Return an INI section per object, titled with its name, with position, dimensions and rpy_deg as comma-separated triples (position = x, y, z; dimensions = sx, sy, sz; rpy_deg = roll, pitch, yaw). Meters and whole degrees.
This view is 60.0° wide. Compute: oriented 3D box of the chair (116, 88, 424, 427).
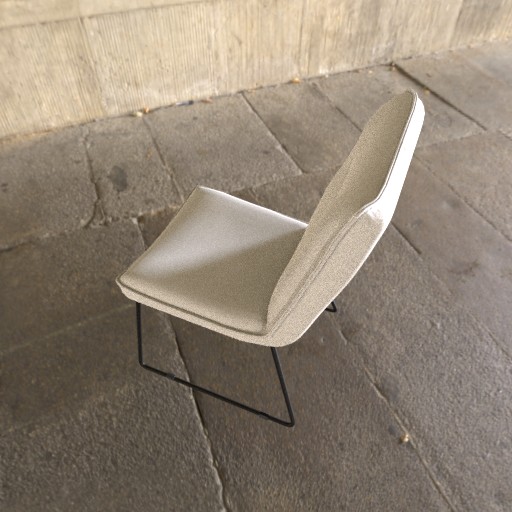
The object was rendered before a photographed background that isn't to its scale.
[chair]
position = 0.000, 0.000, 1.307
dimensions = 0.688, 0.930, 0.515
rpy_deg = 17, 49, 16
